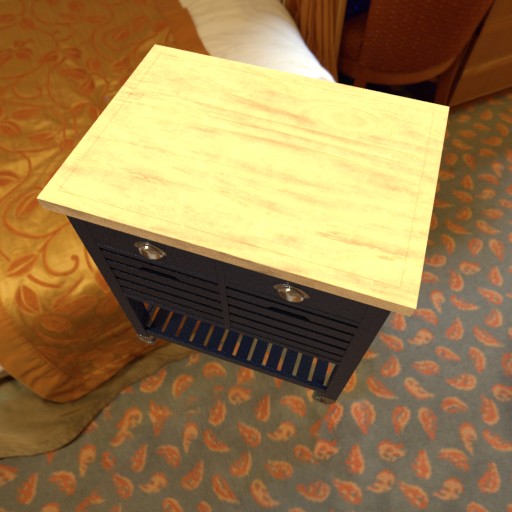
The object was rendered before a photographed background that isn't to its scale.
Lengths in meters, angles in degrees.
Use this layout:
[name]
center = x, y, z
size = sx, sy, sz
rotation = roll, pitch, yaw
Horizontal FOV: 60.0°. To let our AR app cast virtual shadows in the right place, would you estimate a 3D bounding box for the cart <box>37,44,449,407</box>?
[cart]
center = 0.000, 0.000, 1.391
size = 0.797, 0.920, 0.567
rotation = 16, 60, 10
